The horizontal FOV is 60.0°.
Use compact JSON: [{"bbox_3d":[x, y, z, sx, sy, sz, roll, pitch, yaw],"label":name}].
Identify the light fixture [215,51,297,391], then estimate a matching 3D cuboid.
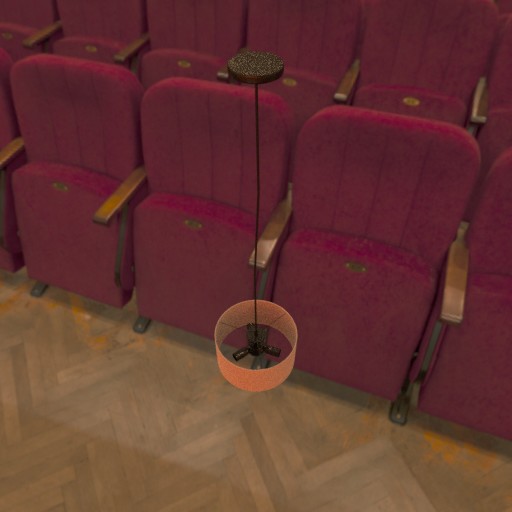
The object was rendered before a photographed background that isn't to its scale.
[{"bbox_3d":[0.000,0.000,1.738,0.399,1.516,0.399,0,47,0],"label":"light fixture"}]
